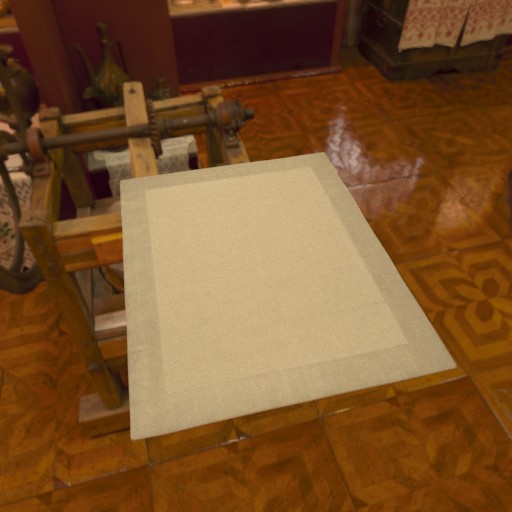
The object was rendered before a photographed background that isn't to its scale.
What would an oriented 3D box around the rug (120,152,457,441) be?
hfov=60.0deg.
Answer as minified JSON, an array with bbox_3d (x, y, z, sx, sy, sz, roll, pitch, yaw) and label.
[{"bbox_3d":[0.000,0.000,4.151,2.430,0.018,2.976,-10,47,-9],"label":"rug"}]
